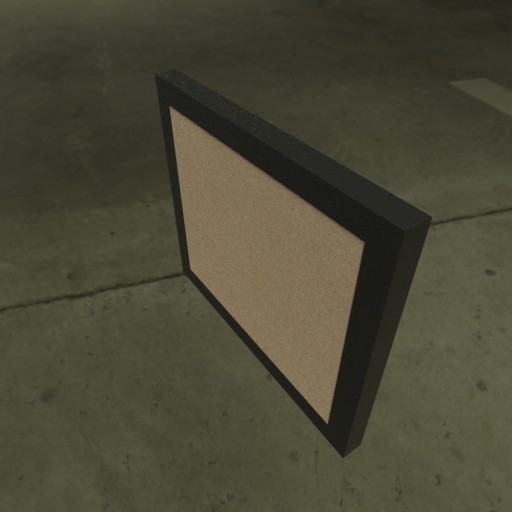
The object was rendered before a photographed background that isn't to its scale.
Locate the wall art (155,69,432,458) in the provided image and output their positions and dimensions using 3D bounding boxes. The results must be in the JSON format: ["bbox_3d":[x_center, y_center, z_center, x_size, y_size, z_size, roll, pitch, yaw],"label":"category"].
[{"bbox_3d":[0.000,0.000,0.520,0.028,0.321,0.381,-25,46,-26],"label":"wall art"}]
